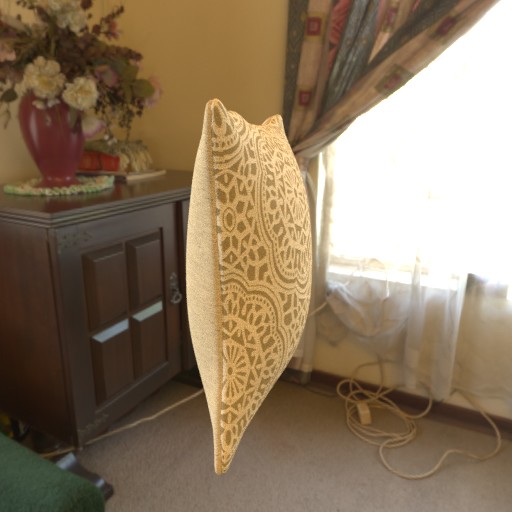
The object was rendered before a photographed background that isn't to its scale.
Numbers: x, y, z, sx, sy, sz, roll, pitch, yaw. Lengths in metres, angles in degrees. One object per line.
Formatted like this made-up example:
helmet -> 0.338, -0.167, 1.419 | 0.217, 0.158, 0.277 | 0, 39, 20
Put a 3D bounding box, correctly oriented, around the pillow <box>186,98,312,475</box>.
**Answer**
pillow -> 0.000, 0.000, 0.664 | 0.167, 0.421, 0.438 | 3, 16, 10
